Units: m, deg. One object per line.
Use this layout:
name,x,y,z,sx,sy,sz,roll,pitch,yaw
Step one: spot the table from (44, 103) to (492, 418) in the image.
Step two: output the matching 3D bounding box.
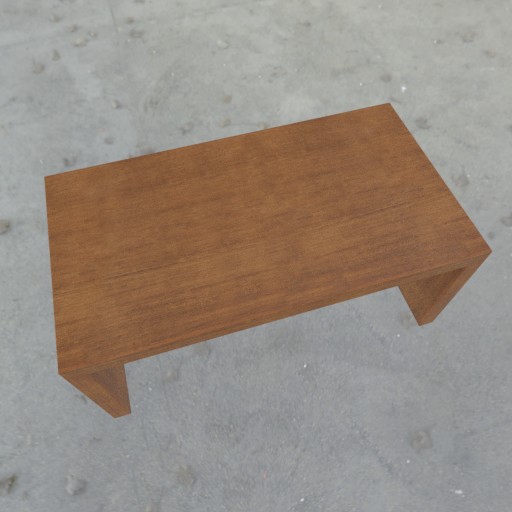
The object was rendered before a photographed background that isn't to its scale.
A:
table,0.000,0.000,1.283,1.000,0.419,0.549,-15,59,-9
